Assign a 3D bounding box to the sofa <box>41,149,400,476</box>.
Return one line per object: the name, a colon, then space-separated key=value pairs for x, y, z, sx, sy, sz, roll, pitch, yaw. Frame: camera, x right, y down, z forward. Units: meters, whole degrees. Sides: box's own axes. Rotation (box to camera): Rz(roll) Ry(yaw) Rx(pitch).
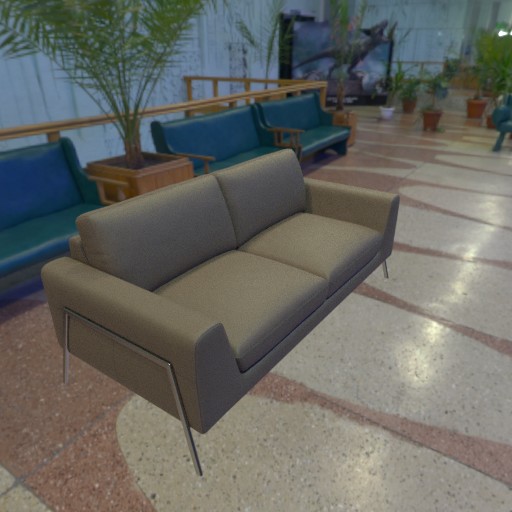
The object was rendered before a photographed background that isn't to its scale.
sofa: x=0.000 y=0.000 z=2.521 sx=0.953 sy=0.875 sz=2.017 roll=17 pitch=30 yaw=32
